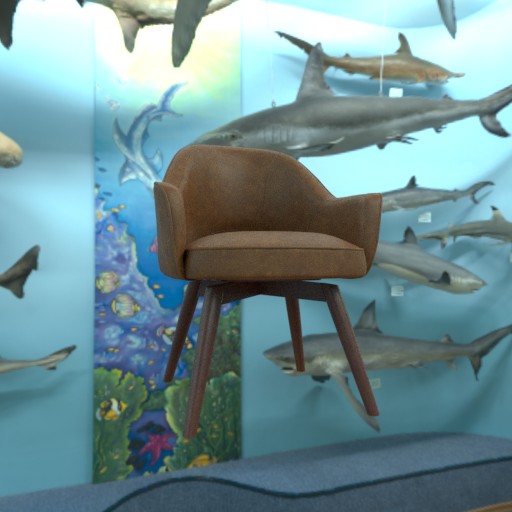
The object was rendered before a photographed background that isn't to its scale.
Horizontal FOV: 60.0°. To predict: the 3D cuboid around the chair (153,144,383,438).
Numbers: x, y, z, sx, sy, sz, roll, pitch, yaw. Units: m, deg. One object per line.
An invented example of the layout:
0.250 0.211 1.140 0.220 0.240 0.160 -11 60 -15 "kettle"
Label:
0.000 0.000 1.260 0.591 0.777 0.640 0 -1 -17 "chair"
